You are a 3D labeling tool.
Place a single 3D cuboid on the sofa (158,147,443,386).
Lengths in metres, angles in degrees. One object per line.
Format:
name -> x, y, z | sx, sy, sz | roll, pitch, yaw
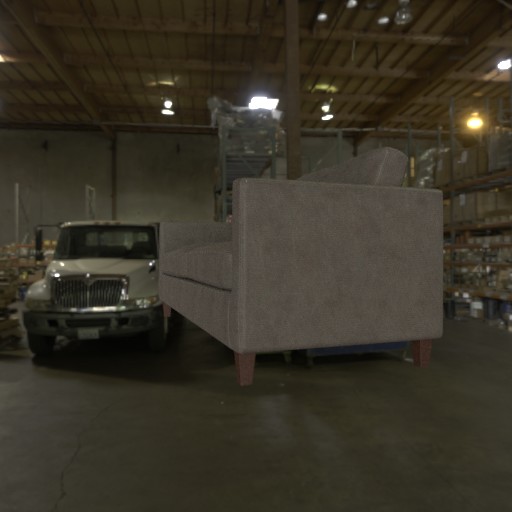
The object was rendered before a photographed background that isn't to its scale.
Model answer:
sofa -> 0.000, 0.000, 2.751 | 0.951, 0.965, 2.208 | 0, 0, -20
